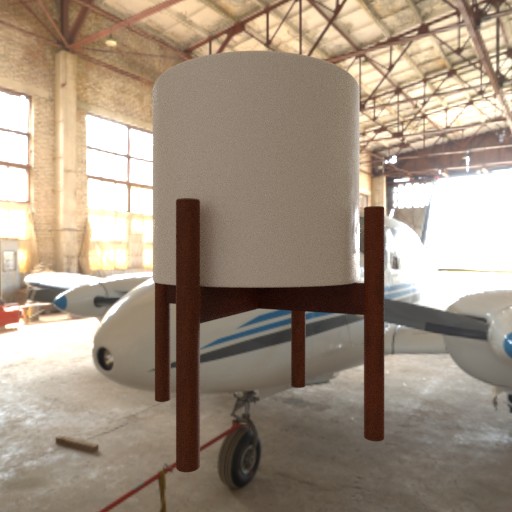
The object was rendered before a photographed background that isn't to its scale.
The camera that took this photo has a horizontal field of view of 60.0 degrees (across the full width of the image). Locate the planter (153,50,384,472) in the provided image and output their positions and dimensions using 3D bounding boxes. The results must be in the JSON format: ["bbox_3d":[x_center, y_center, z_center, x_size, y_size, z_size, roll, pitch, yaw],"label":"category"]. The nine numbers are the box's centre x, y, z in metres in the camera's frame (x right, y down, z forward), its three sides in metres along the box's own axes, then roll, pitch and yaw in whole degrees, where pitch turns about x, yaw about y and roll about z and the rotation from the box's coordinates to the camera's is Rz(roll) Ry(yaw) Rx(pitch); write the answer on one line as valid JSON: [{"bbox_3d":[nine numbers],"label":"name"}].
[{"bbox_3d":[0.000,0.000,0.493,0.224,0.358,0.224,0,0,-19],"label":"planter"}]
